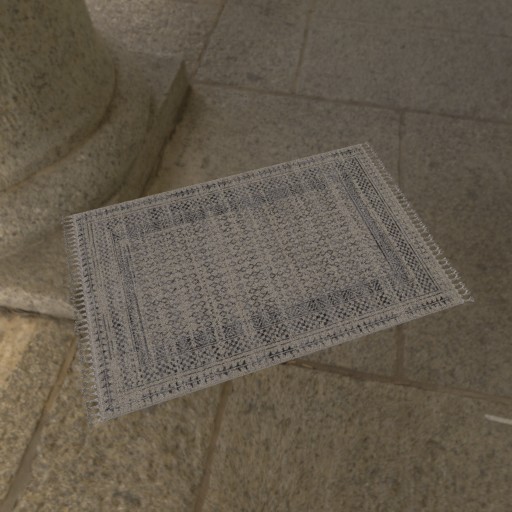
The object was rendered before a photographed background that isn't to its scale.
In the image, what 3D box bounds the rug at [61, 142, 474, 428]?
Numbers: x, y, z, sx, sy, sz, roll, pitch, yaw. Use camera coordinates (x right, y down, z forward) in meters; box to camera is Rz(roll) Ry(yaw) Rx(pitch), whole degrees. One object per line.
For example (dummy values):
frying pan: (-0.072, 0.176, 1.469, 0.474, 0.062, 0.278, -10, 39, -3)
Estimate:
rug: (0.000, 0.000, 3.033, 2.486, 0.013, 1.548, -16, 59, -10)
